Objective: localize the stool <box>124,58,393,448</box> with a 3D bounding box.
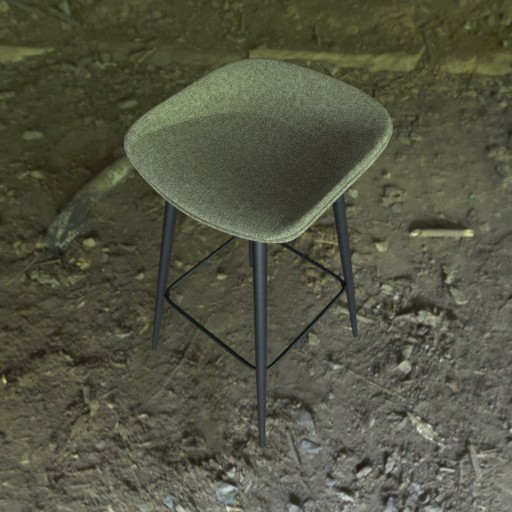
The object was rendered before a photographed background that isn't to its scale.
[{"bbox_3d":[0.000,0.000,1.127,0.469,0.814,0.480,33,55,27],"label":"stool"}]
